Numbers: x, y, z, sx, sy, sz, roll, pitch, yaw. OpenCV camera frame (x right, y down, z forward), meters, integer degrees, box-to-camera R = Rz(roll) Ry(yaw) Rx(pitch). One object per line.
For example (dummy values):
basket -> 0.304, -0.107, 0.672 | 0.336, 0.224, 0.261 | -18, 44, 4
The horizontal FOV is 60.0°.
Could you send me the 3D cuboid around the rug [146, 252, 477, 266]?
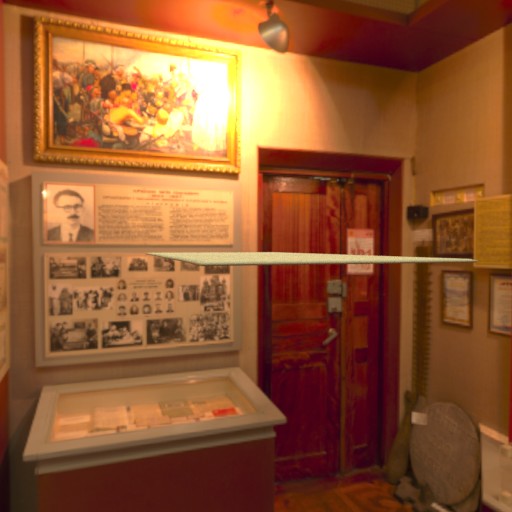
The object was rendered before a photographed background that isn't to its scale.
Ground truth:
rug -> 0.000, 0.000, 1.439 | 0.604, 0.007, 1.219 | 0, 1, -18
